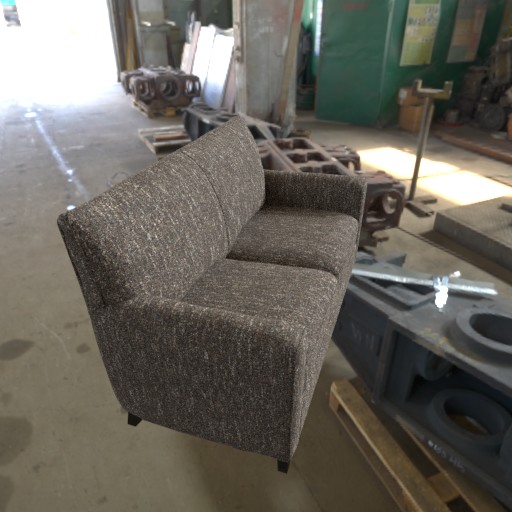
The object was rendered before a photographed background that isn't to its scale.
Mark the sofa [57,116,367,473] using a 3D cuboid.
[{"bbox_3d":[0.000,0.000,2.050,0.801,0.946,1.519,10,31,17],"label":"sofa"}]
